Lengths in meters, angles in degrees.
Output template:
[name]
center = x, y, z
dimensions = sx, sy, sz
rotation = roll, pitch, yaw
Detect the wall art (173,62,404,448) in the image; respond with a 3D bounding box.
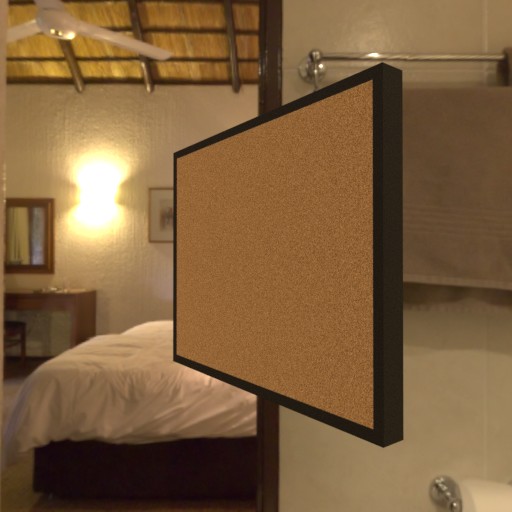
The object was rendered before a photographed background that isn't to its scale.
[wall art]
center = 0.000, 0.000, 0.541
dimensions = 0.028, 0.325, 0.397
rotation = 0, -1, -37
